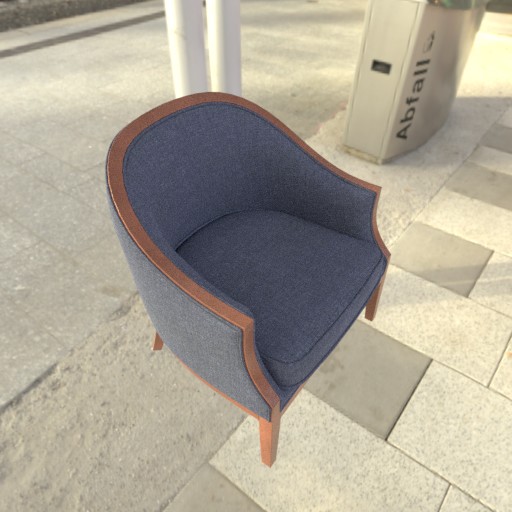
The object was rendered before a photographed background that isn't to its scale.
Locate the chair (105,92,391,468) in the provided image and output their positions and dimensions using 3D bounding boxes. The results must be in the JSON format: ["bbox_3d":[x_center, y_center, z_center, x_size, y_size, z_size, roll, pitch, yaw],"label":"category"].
[{"bbox_3d":[0.000,0.000,1.485,0.735,0.876,0.803,25,46,27],"label":"chair"}]
